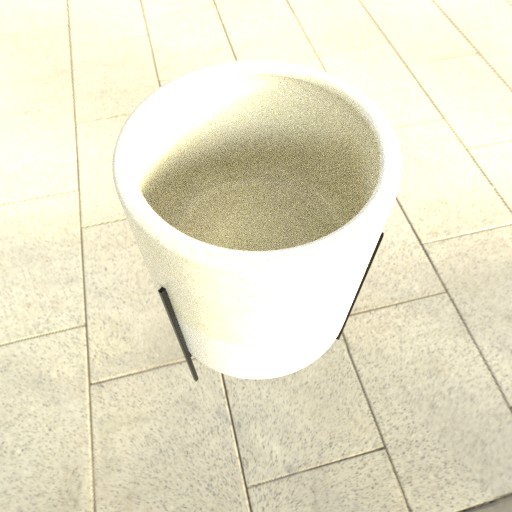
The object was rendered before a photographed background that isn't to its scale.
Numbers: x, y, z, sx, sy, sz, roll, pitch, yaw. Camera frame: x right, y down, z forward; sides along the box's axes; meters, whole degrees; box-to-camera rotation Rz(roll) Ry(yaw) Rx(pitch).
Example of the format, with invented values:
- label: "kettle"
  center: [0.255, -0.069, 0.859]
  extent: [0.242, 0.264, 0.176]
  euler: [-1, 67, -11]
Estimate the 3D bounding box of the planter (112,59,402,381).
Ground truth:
- label: "planter"
  center: [0.000, 0.000, 0.704]
  extent: [0.324, 0.483, 0.333]
  euler: [-14, 59, -9]
